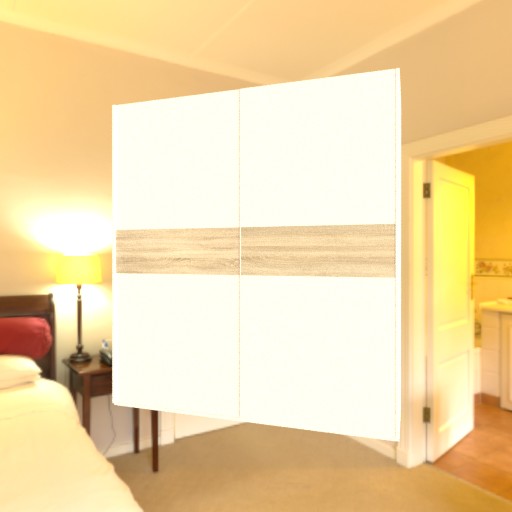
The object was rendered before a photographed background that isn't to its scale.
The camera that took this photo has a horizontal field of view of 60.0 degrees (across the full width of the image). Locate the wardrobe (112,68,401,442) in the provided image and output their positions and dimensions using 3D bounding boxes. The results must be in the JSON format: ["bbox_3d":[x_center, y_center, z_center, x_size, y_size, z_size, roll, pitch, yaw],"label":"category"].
[{"bbox_3d":[0.000,0.000,2.959,1.830,2.020,0.600,0,0,19],"label":"wardrobe"}]
